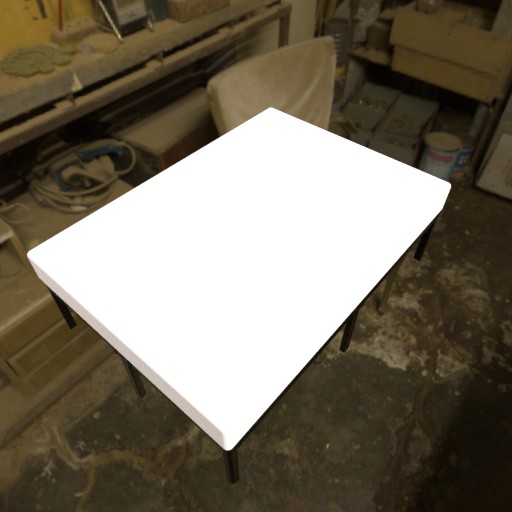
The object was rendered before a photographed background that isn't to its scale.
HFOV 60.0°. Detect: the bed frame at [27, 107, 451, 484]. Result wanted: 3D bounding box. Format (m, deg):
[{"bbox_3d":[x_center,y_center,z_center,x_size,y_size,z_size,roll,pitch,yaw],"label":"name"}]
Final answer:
[{"bbox_3d":[0.000,0.000,2.667,1.408,0.659,1.956,32,55,27],"label":"bed frame"}]
